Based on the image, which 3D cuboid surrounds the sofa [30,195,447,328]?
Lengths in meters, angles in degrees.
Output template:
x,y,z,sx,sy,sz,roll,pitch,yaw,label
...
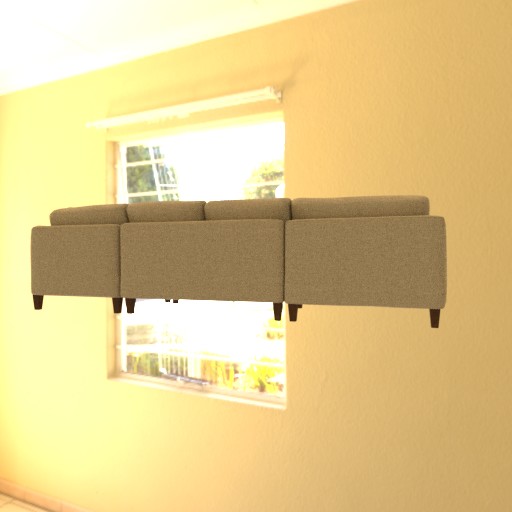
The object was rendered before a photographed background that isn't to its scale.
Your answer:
x,y,z,sx,sy,sz,roll,pitch,yaw,label
0.000,0.000,4.651,3.460,0.959,2.593,0,0,17,sofa
